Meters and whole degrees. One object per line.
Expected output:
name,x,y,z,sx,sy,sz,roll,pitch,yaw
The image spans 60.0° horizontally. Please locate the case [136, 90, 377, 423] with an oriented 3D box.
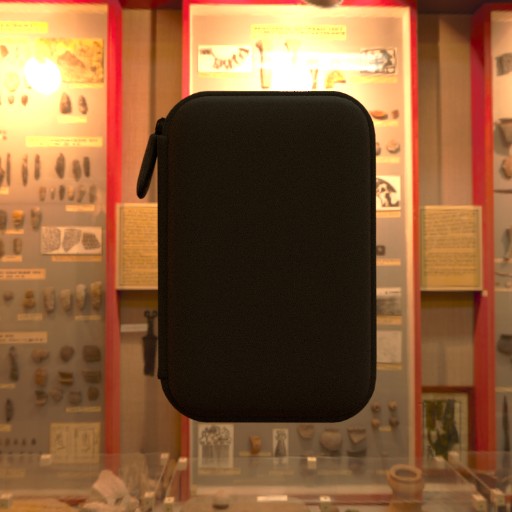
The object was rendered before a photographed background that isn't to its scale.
case,0.000,0.000,0.198,0.107,0.147,0.030,0,-1,0
